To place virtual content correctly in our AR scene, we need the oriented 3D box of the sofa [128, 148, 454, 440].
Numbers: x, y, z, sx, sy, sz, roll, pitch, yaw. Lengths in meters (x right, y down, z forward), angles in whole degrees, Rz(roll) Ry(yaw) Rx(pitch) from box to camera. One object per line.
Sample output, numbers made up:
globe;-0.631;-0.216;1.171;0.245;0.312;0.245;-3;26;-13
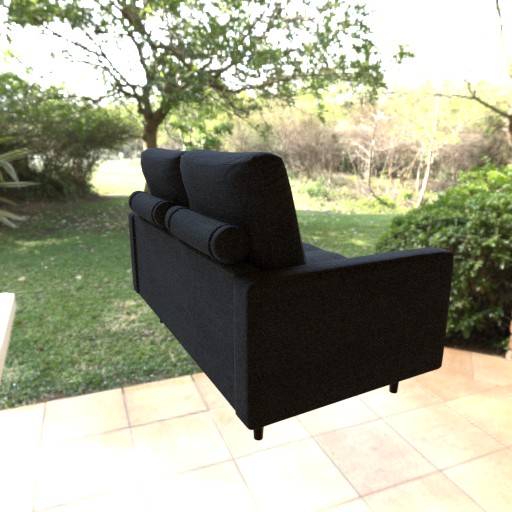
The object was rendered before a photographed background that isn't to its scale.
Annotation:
sofa;0.000;0.000;1.929;0.842;0.907;1.407;-8;16;-27
